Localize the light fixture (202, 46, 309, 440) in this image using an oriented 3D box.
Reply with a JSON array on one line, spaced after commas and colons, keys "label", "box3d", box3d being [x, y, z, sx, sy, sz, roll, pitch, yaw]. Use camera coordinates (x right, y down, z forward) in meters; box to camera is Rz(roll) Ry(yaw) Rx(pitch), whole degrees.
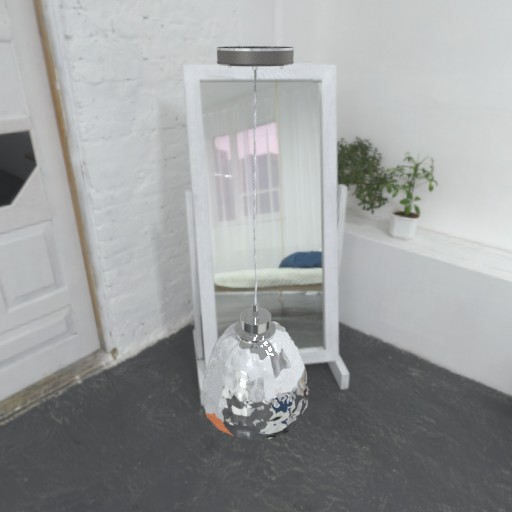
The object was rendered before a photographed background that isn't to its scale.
[{"label": "light fixture", "box3d": [0.000, 0.000, 1.773, 0.496, 1.511, 0.500, 9, 28, 17]}]
